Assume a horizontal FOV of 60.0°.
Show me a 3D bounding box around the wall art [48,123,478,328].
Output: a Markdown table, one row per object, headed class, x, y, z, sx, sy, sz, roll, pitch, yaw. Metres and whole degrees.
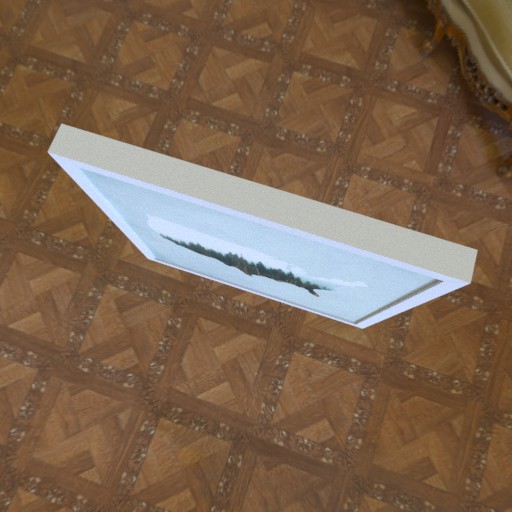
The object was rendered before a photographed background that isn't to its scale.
| class | x | y | z | sx | sy | sz | roll | pitch | yaw |
| --- | --- | --- | --- | --- | --- | --- | --- | --- | --- |
| wall art | 0.000 | 0.000 | 0.453 | 0.304 | 0.304 | 0.024 | 18 | 76 | 5 |
